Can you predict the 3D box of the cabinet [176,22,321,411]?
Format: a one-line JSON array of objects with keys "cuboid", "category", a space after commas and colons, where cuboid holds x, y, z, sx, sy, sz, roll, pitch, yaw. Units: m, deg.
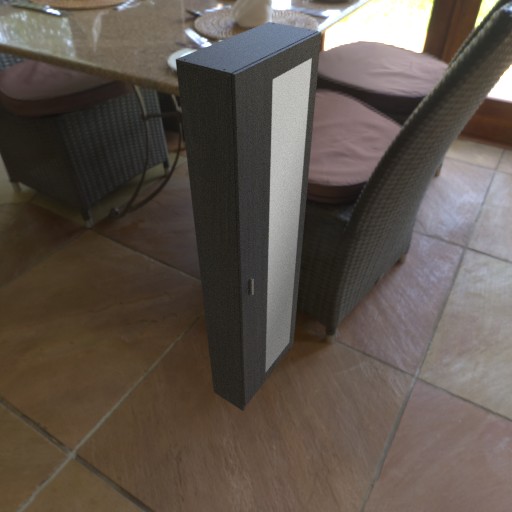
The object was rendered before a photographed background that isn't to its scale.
[{"cuboid": [0.000, 0.000, 2.000, 0.230, 1.790, 0.500, 24, 47, 25], "category": "cabinet"}]
